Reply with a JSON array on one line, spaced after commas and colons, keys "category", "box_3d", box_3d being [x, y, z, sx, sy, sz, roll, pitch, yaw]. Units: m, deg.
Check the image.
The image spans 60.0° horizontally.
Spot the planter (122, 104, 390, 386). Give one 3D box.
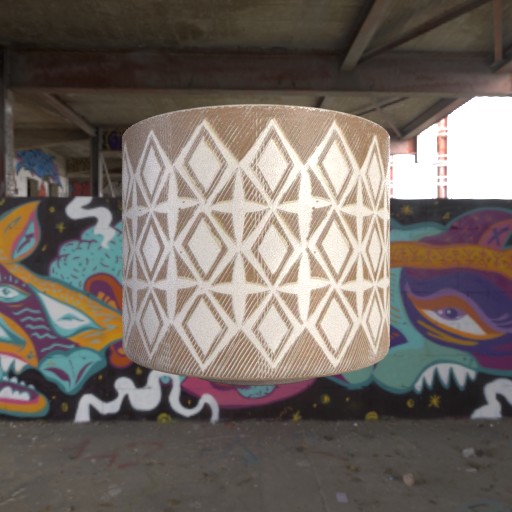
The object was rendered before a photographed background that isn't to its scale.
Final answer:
[{"category": "planter", "box_3d": [0.000, 0.000, 0.334, 0.193, 0.165, 0.193, 0, 0, 0]}]
